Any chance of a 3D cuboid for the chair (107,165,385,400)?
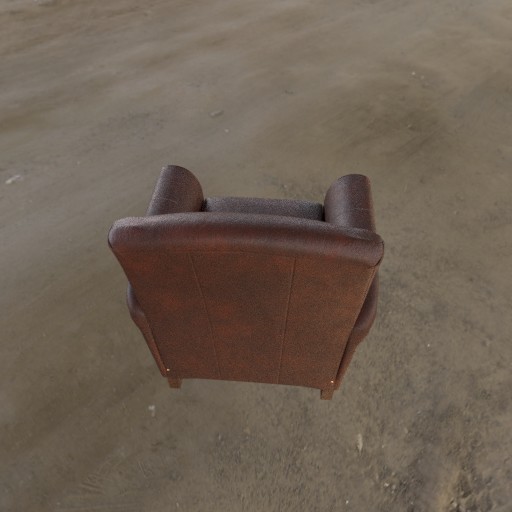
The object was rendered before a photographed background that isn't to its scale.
[{"bbox_3d":[0.000,0.000,1.794,0.978,1.061,0.902,3,46,3],"label":"chair"}]
